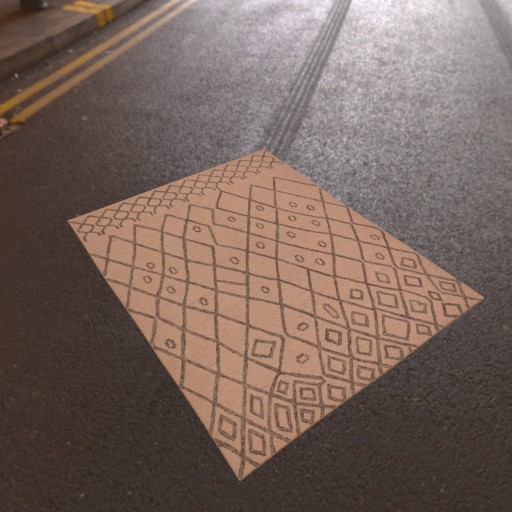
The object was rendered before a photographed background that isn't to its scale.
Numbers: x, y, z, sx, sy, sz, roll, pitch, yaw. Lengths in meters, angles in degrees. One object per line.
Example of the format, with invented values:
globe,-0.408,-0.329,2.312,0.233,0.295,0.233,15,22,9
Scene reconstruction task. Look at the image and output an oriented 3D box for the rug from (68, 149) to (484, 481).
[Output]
rug,0.000,0.000,4.027,2.446,0.015,3.046,-26,48,-26
